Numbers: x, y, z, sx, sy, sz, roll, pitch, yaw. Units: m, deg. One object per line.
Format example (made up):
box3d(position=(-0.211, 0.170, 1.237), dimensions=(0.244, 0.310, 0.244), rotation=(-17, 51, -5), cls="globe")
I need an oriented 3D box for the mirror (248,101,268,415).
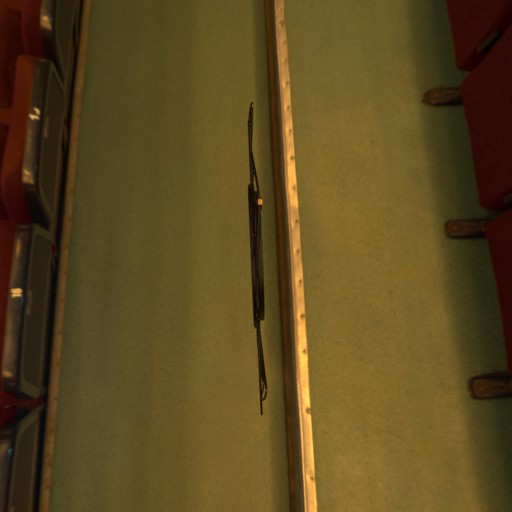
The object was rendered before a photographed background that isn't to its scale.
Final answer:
box3d(position=(0.000, 0.000, 1.175), dimensions=(0.028, 0.775, 0.797), rotation=(-2, 76, -1), cls="mirror")
